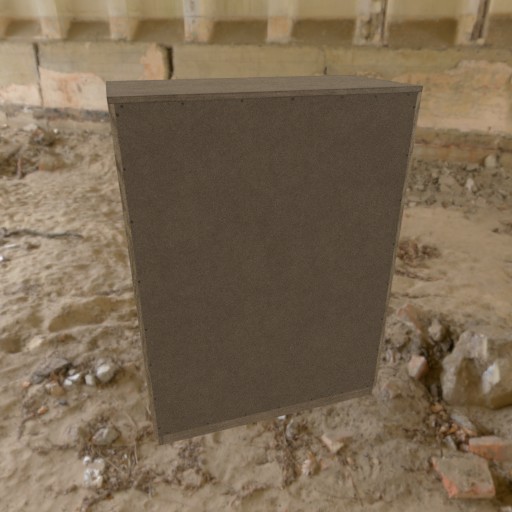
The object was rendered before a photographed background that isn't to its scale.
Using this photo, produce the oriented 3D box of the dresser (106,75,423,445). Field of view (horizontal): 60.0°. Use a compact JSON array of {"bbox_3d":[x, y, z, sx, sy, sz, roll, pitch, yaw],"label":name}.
[{"bbox_3d":[0.000,0.000,1.778,0.967,1.295,0.483,-8,27,-15],"label":"dresser"}]
